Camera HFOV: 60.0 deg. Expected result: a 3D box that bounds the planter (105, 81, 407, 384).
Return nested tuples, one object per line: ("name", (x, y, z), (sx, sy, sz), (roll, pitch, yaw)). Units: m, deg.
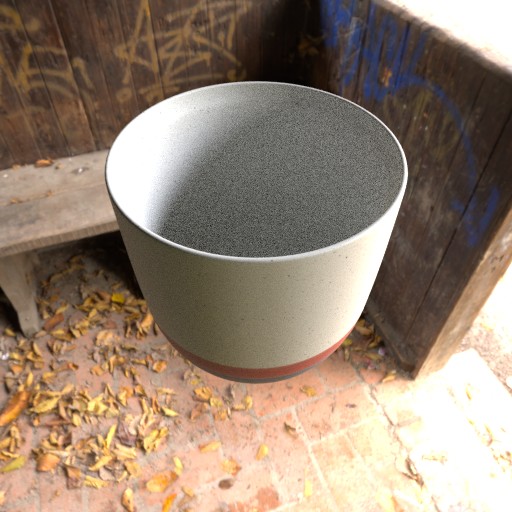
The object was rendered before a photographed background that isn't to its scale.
("planter", (0.000, 0.000, 0.384), (0.204, 0.214, 0.204), (0, 48, 0))
